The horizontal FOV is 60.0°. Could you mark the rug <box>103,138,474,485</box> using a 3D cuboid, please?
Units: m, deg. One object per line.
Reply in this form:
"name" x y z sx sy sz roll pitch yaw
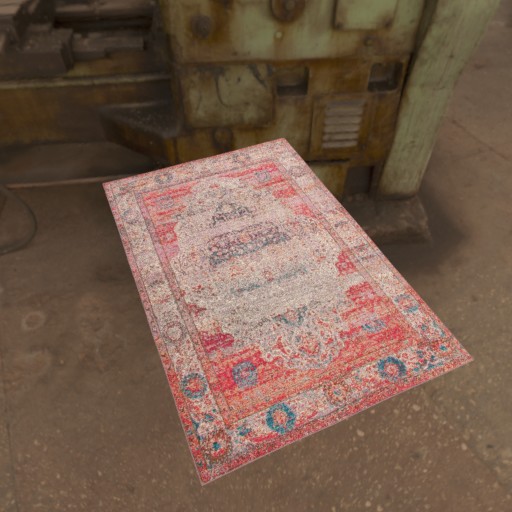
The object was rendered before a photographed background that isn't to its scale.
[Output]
"rug" 0.000 0.000 2.274 1.219 0.006 1.829 -18 50 -16
